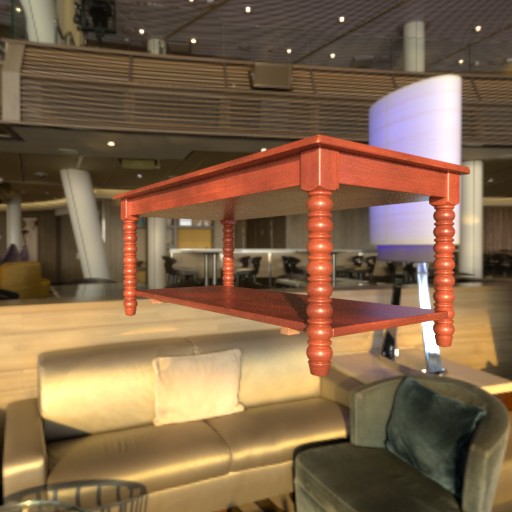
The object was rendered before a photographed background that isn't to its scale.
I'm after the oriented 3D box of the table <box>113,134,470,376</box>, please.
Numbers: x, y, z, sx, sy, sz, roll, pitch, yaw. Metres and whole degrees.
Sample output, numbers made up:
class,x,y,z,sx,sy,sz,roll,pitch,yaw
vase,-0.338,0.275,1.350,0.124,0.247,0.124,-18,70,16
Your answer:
class,x,y,z,sx,sy,sz,roll,pitch,yaw
table,0.000,0.000,1.493,0.580,0.485,1.171,0,1,-37
